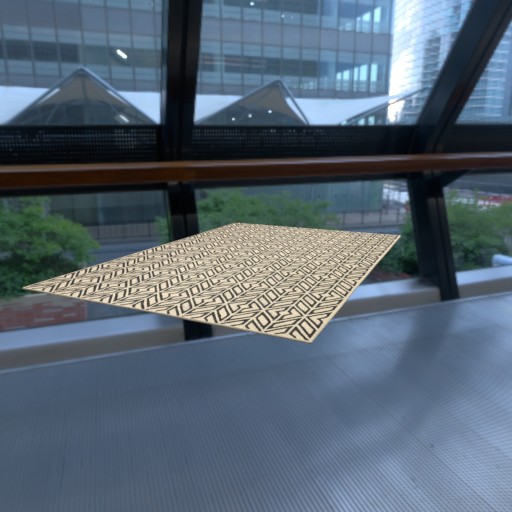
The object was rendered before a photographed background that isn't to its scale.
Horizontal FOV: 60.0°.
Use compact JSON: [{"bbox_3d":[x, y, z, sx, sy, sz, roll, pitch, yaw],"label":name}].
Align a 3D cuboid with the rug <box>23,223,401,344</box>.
[{"bbox_3d":[0.000,0.000,2.336,1.220,0.007,1.828,6,15,25],"label":"rug"}]
